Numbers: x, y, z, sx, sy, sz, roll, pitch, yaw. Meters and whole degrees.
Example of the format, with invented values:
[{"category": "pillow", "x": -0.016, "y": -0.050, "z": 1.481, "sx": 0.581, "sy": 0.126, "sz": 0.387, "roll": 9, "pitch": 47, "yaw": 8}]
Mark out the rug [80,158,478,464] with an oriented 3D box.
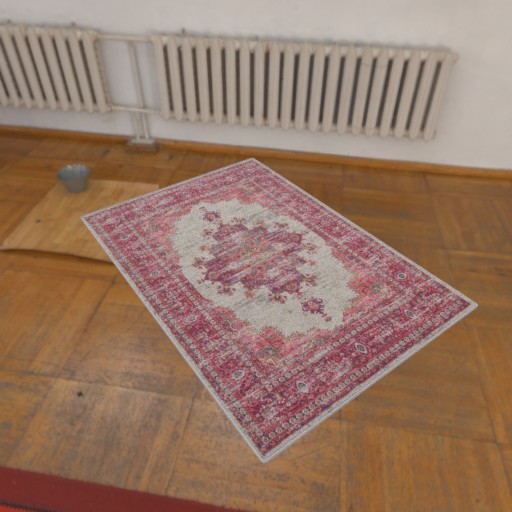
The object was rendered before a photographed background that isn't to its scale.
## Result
[{"category": "rug", "x": 0.000, "y": 0.000, "z": 2.891, "sx": 1.555, "sy": 0.011, "sz": 2.232, "roll": -25, "pitch": 46, "yaw": -27}]
